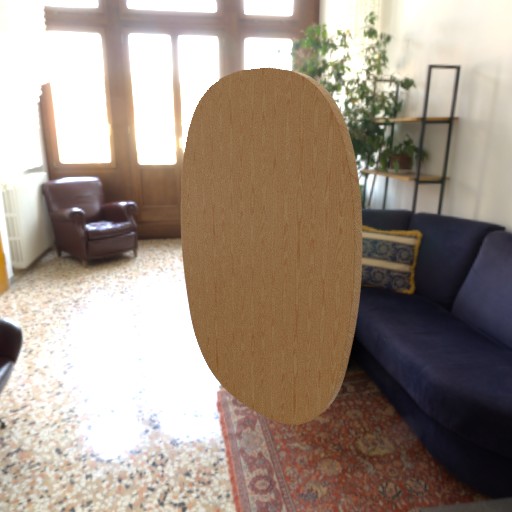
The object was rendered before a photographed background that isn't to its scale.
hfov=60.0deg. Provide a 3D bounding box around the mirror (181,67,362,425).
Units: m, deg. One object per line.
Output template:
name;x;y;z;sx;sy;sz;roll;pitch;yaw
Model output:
mirror;0.000;0.000;1.370;0.724;1.075;0.037;15;21;43
